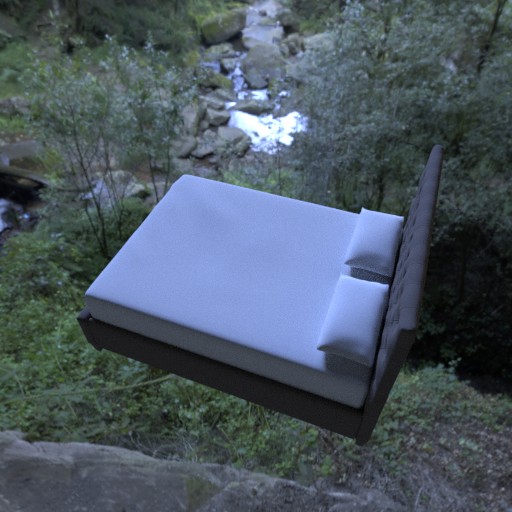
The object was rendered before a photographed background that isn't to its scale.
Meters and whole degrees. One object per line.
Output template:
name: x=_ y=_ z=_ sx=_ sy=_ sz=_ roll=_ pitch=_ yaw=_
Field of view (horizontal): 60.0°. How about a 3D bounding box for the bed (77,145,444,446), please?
bed: x=0.000 y=0.000 z=3.350 sx=2.233 sy=1.426 sz=1.696 roll=15 pitch=48 yaw=14
